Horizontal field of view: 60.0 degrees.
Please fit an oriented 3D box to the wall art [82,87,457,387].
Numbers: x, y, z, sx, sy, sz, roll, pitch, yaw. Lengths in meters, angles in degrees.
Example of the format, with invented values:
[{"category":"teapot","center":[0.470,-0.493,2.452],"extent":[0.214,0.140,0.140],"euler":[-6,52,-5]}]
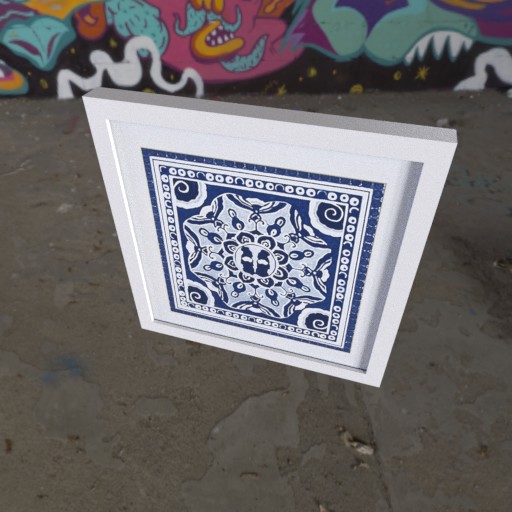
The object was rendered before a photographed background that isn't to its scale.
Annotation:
[{"category":"wall art","center":[0.000,0.000,0.529],"extent":[0.355,0.355,0.027],"euler":[11,42,13]}]
